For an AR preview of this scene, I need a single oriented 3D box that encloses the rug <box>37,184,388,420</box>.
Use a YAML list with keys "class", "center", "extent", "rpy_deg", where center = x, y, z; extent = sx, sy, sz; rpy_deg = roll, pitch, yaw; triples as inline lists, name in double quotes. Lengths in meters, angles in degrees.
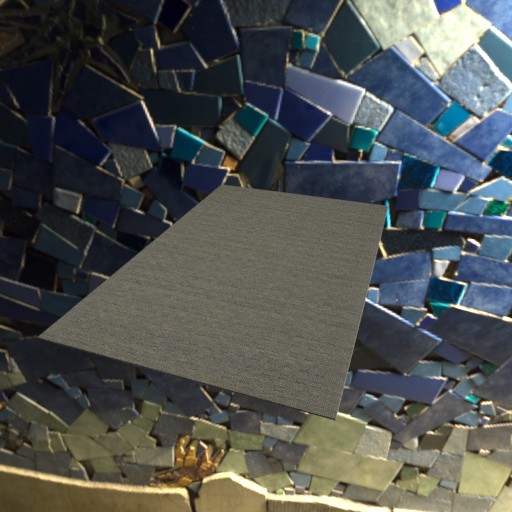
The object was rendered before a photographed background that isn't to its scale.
- class: "rug"
  center: [0.000, 0.000, 2.237]
  extent: [1.142, 0.006, 1.752]
  rpy_deg: [10, 31, 17]
